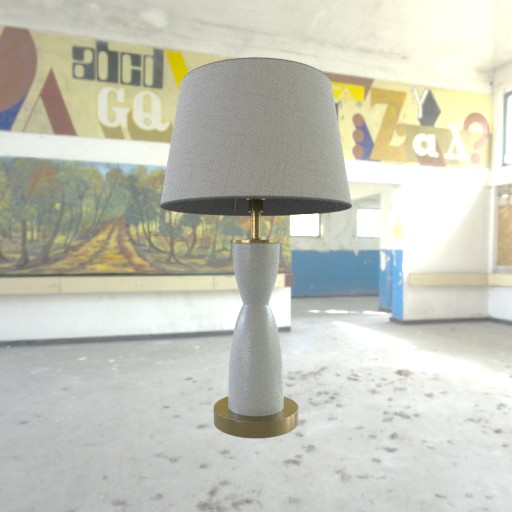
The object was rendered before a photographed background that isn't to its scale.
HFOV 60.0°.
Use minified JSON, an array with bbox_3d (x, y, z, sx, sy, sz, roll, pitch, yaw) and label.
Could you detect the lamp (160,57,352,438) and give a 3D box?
[{"bbox_3d":[0.000,0.000,0.729,0.309,0.545,0.309,0,1,0],"label":"lamp"}]
